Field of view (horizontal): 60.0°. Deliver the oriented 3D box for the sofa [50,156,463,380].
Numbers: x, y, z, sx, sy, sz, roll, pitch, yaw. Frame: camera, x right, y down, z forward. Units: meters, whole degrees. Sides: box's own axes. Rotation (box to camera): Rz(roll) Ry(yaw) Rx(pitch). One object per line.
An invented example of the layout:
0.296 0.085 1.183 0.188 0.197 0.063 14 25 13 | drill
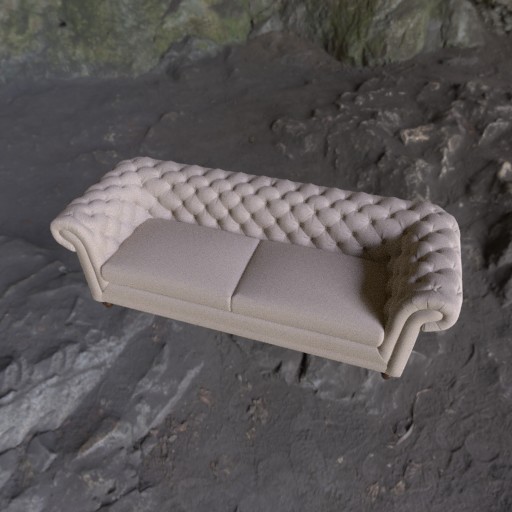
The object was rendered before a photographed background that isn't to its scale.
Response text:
0.000 0.000 3.253 2.694 0.847 1.076 12 41 14 | sofa
